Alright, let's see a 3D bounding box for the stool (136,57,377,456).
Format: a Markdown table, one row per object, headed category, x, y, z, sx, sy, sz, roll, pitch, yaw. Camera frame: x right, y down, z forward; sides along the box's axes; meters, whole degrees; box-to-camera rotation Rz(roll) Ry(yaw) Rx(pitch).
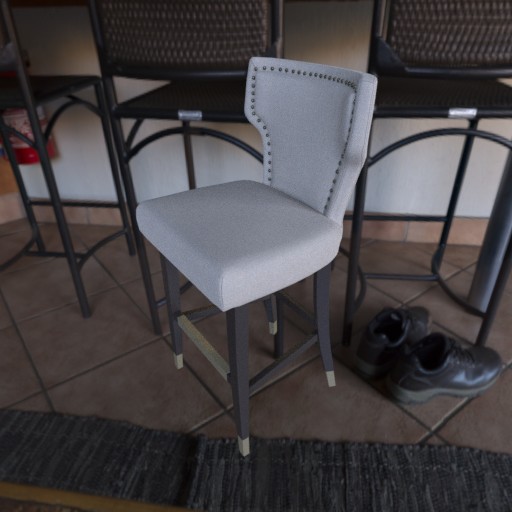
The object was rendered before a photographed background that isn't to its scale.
| category | x | y | z | sx | sy | sz | roll | pitch | yaw |
| --- | --- | --- | --- | --- | --- | --- | --- | --- | --- |
| stool | 0.000 | 0.000 | 1.398 | 0.563 | 1.092 | 0.526 | -20 | 36 | -30 |
